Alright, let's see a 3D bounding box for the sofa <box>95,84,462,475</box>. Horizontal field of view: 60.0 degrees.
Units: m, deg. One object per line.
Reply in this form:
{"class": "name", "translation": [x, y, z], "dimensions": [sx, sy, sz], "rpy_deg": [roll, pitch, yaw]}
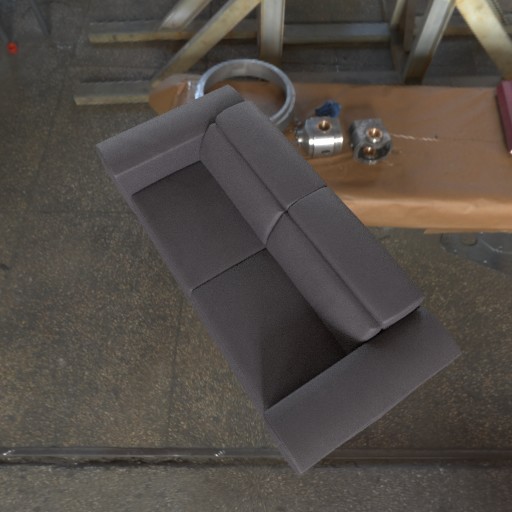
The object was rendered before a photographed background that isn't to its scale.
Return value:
{"class": "sofa", "translation": [0.000, 0.000, 2.789], "dimensions": [1.048, 0.814, 2.330], "rpy_deg": [-30, 67, -14]}
